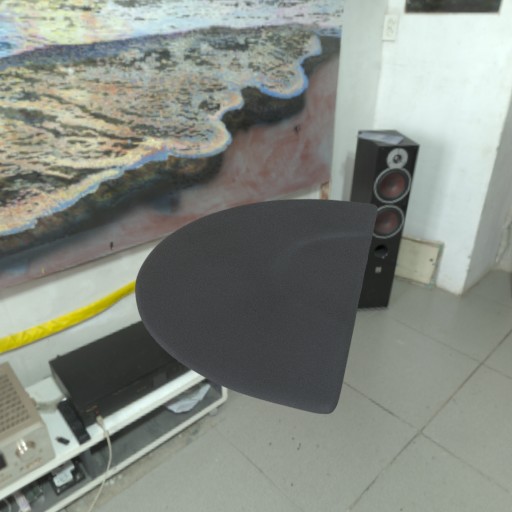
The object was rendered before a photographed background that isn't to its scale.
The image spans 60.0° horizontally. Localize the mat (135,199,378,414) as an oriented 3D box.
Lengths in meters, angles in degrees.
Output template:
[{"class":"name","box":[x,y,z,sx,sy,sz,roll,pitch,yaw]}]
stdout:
[{"class":"mat","box":[0.000,0.000,1.898,0.917,0.016,1.525,9,30,16]}]
